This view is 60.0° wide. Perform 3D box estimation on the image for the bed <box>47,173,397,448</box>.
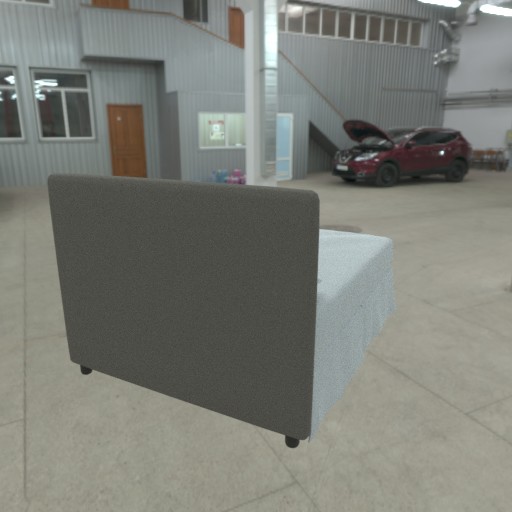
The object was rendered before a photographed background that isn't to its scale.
[{"bbox_3d":[0.000,0.000,3.296,1.748,1.330,2.142,8,18,27],"label":"bed"}]
